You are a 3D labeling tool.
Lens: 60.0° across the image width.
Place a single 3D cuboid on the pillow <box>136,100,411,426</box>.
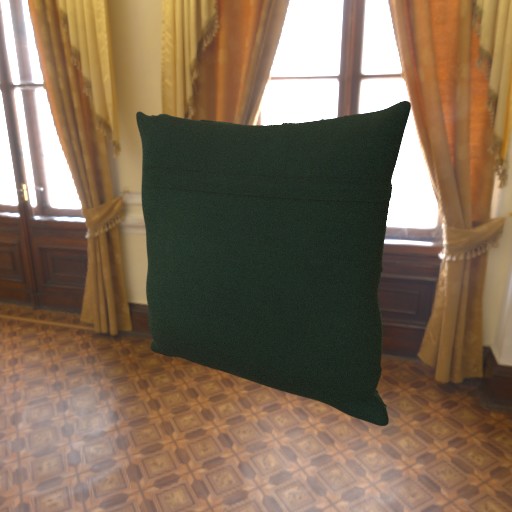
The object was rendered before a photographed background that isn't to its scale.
[{"bbox_3d":[0.000,0.000,0.678,0.439,0.440,0.184,9,19,28],"label":"pillow"}]
